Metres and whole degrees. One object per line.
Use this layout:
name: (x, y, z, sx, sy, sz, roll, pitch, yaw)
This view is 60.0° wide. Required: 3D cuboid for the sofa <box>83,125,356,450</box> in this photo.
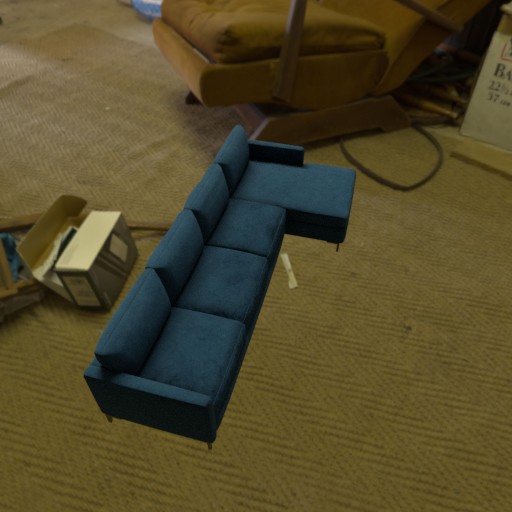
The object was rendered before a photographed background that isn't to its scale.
sofa: (0.000, 0.000, 3.608, 1.350, 0.810, 2.932, 11, 45, 11)
